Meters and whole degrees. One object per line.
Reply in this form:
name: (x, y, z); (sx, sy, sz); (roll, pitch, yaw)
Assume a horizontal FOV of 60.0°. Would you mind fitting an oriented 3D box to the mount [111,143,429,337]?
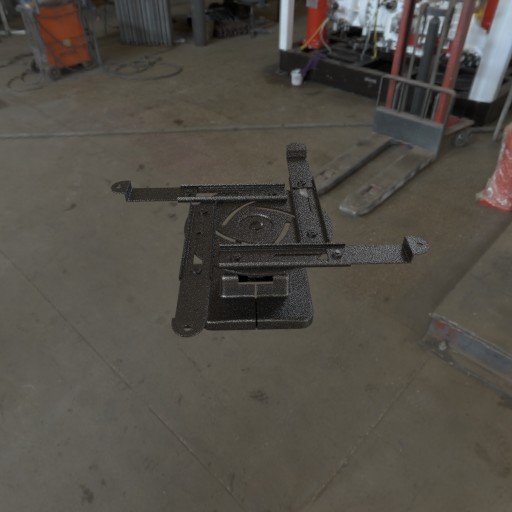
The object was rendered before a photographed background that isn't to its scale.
mount: (0.000, 0.000, 0.604); (0.394, 0.141, 0.394); (-1, 40, -1)
